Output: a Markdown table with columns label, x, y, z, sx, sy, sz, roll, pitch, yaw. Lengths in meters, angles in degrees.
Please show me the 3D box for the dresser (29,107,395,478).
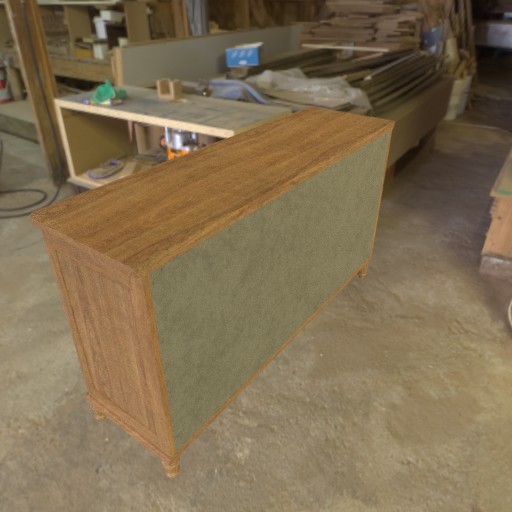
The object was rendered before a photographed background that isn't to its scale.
| label | x | y | z | sx | sy | sz | roll | pitch | yaw |
| --- | --- | --- | --- | --- | --- | --- | --- | --- | --- |
| dresser | 0.000 | 0.000 | 1.916 | 0.468 | 0.892 | 1.583 | 21 | 38 | 30 |
